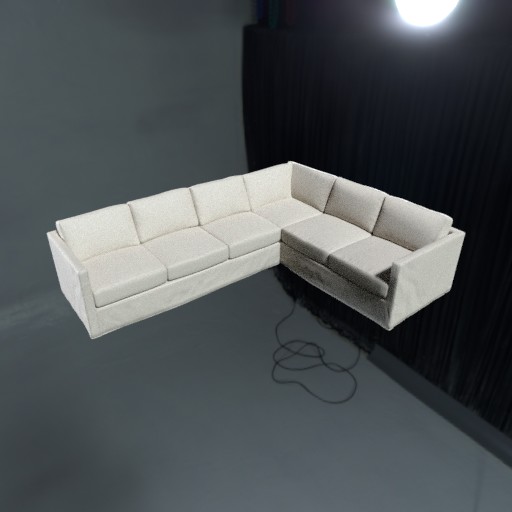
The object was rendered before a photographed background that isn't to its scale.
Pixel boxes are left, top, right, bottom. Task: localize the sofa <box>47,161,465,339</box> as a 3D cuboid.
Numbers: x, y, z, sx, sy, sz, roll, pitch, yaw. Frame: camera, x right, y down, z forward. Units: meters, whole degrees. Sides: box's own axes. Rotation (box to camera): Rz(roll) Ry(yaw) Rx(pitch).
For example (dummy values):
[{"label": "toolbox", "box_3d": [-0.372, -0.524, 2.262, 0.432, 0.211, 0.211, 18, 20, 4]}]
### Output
[{"label": "sofa", "box_3d": [0.000, 0.000, 4.322, 3.182, 0.871, 2.432, -21, 35, -32]}]
